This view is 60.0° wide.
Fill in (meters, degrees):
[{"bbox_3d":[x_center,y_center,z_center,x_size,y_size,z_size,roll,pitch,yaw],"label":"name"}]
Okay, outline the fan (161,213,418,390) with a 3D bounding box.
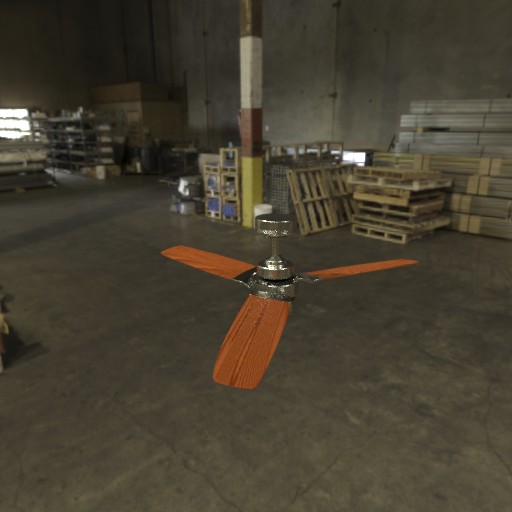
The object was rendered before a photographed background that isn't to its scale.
[{"bbox_3d":[0.000,0.000,1.998,1.271,0.410,1.416,16,23,43],"label":"fan"}]
